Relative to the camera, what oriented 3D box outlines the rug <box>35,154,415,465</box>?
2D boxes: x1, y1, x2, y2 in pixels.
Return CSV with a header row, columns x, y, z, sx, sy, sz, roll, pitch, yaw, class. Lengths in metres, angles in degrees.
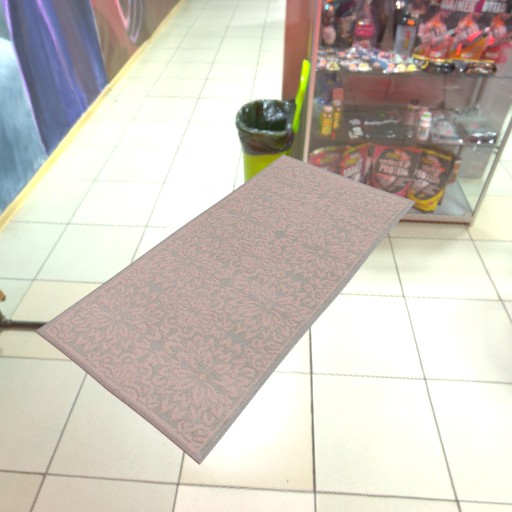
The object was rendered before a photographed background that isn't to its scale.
x,y,z,sx,sy,sz,roll,pitch,yaw,class
0.000,0.000,1.444,0.604,0.007,1.219,26,48,26,rug
